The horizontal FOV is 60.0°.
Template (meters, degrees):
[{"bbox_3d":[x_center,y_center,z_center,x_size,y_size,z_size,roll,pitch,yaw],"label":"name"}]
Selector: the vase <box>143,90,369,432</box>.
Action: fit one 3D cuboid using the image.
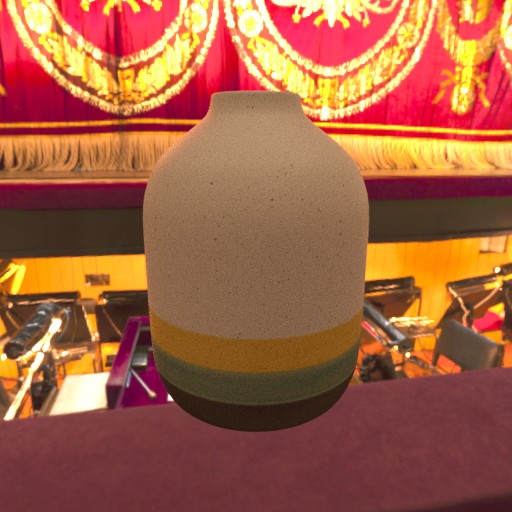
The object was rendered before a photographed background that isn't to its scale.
[{"bbox_3d":[0.000,0.000,0.349,0.169,0.240,0.169,0,16,0],"label":"vase"}]
